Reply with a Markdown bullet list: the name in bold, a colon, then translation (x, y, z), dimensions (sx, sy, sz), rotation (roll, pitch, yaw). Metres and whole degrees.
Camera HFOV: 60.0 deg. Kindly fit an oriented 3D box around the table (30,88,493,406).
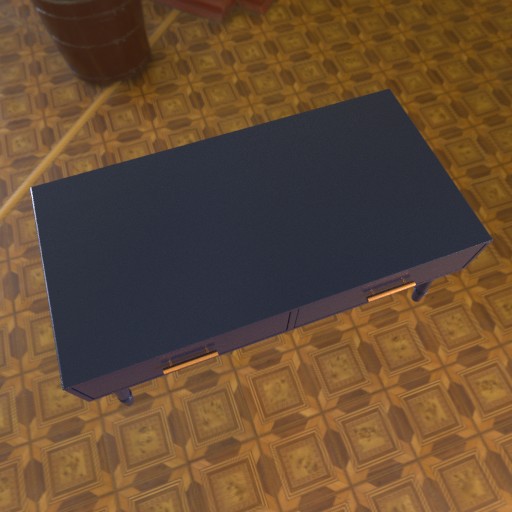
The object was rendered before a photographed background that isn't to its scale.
- **table**: translation (0.000, 0.000, 1.333), dimensions (1.067, 0.457, 0.572), rotation (-18, 65, -9)
